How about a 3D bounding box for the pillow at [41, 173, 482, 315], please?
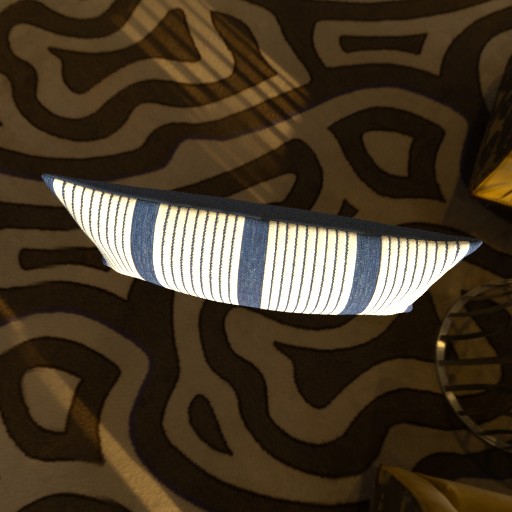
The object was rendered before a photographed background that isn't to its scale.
[{"bbox_3d":[0.000,0.000,0.731,0.608,0.292,0.156,9,76,2],"label":"pillow"}]
